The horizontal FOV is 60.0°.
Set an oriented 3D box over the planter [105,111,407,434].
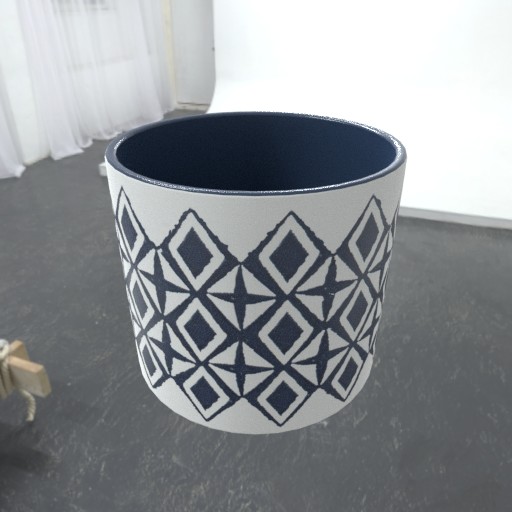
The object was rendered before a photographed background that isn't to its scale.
[{"bbox_3d":[0.000,0.000,0.316,0.182,0.165,0.182,0,29,0],"label":"planter"}]
